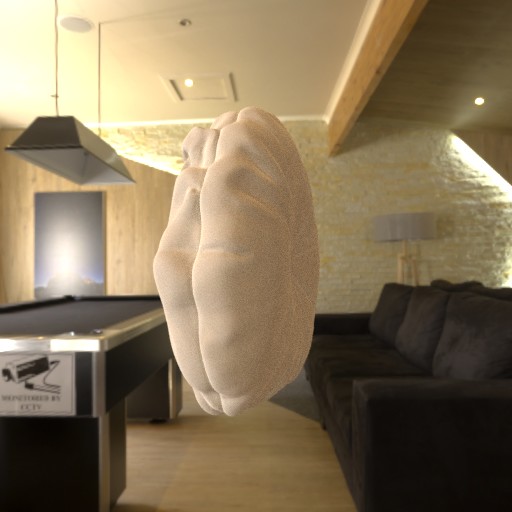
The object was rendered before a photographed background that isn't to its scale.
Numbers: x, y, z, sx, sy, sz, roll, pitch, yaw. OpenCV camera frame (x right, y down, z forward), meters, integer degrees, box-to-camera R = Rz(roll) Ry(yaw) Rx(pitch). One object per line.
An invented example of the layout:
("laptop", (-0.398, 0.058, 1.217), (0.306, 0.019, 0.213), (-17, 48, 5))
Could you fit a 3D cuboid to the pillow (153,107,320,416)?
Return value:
("pillow", (0.000, 0.000, 0.647), (0.148, 0.407, 0.428), (0, -1, 18))
